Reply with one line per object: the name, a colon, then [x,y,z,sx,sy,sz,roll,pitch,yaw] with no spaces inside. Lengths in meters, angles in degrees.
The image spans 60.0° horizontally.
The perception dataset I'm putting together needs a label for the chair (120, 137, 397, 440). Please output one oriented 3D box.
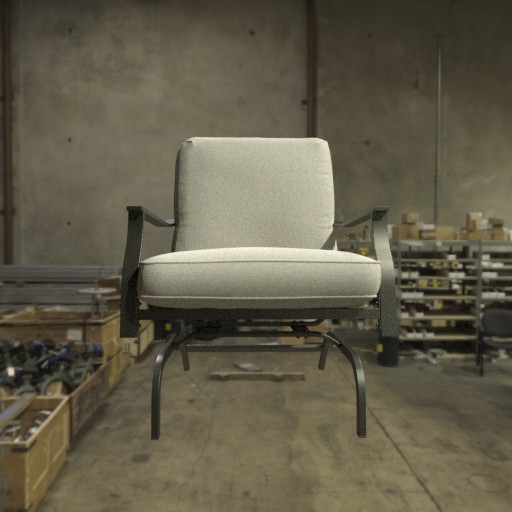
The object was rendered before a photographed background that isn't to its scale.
chair: [0.000,0.000,1.376,0.650,0.860,0.787,0,2,-1]
